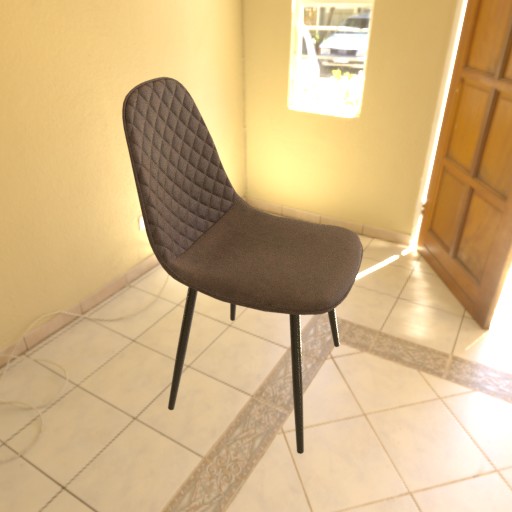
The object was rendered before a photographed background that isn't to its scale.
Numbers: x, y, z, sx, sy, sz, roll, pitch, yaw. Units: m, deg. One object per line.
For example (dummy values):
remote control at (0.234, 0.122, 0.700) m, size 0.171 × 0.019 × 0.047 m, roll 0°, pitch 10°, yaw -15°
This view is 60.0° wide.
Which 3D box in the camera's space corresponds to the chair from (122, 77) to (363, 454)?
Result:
chair at (0.000, 0.000, 1.225) m, size 0.561 × 0.889 × 0.472 m, roll 11°, pitch 32°, yaw 18°
